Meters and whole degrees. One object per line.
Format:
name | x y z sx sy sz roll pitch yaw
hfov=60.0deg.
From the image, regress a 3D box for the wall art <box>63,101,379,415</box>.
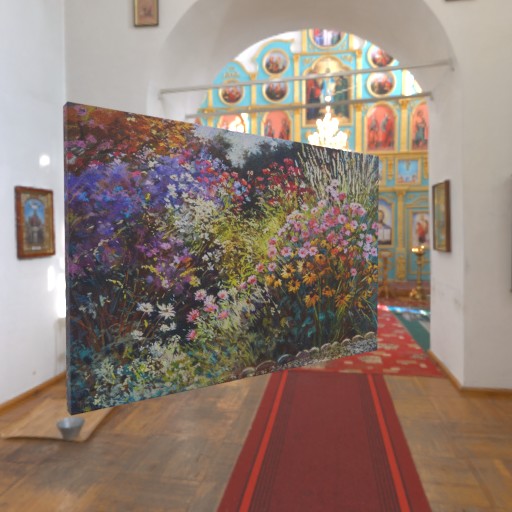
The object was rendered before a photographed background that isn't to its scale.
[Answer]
wall art | 0.000 0.000 1.130 0.908 0.604 0.037 -1 2 -36
